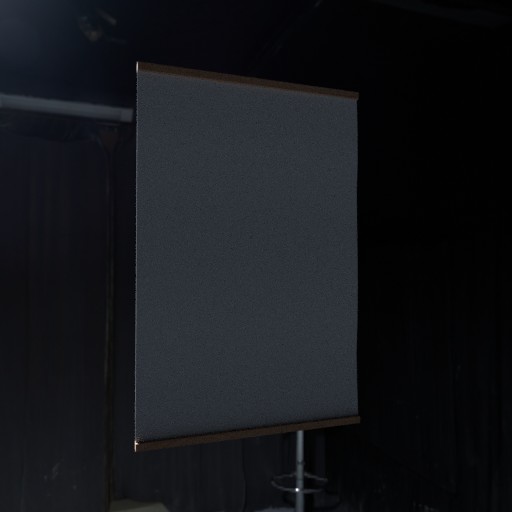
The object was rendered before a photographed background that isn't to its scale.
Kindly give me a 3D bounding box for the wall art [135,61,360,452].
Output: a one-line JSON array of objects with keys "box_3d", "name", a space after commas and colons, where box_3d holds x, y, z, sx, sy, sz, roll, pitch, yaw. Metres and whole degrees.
[{"box_3d": [0.000, 0.000, 0.635, 0.332, 0.508, 0.012, 0, -1, -19], "name": "wall art"}]
